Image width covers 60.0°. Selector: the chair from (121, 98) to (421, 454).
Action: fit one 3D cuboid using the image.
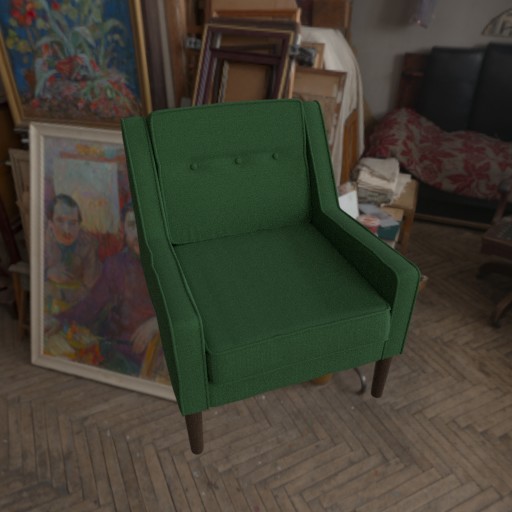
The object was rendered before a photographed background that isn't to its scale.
[{"bbox_3d":[0.000,0.000,1.356,0.663,0.792,0.743,-11,35,-16],"label":"chair"}]
